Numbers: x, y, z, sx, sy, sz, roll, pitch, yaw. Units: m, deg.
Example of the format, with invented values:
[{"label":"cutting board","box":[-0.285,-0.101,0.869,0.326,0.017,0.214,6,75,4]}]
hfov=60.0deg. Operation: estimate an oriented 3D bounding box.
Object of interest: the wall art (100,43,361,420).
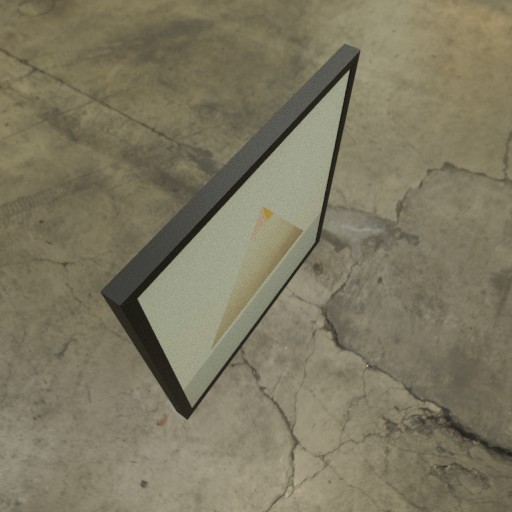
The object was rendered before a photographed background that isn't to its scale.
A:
[{"label":"wall art","box":[0.000,0.000,1.154,0.042,0.766,0.769,30,63,18]}]
